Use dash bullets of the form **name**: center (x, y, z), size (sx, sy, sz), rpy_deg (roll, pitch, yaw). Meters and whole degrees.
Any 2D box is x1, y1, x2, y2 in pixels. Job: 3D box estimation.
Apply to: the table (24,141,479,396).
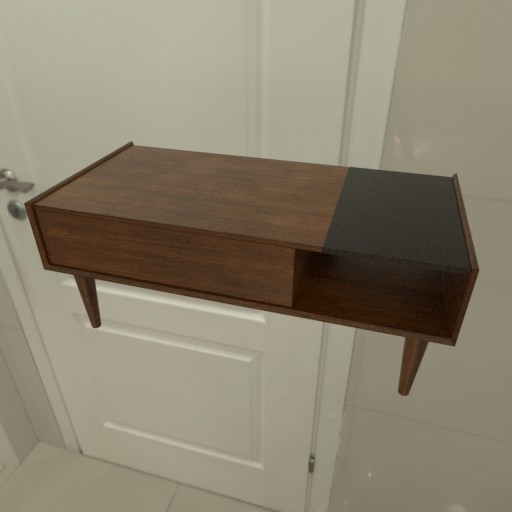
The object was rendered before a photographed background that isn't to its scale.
- **table**: center (0.000, 0.000, 1.518), size (1.221, 0.508, 0.610), rpy_deg (9, 33, 14)
